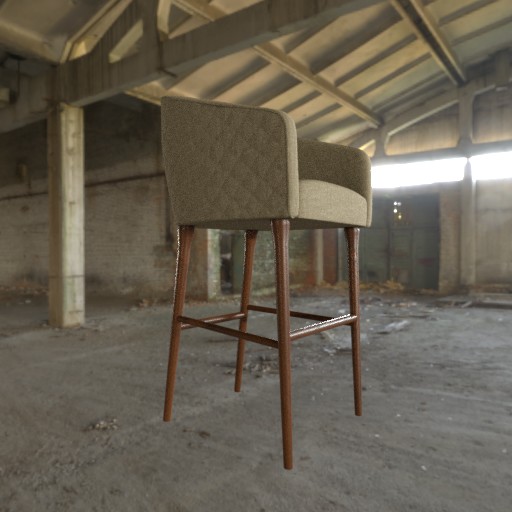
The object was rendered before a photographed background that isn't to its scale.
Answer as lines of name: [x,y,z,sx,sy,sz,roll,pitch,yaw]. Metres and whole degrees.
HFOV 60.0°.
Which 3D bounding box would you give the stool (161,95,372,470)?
stool: [0.000,0.000,1.466,0.607,1.078,0.559,0,0,36]
